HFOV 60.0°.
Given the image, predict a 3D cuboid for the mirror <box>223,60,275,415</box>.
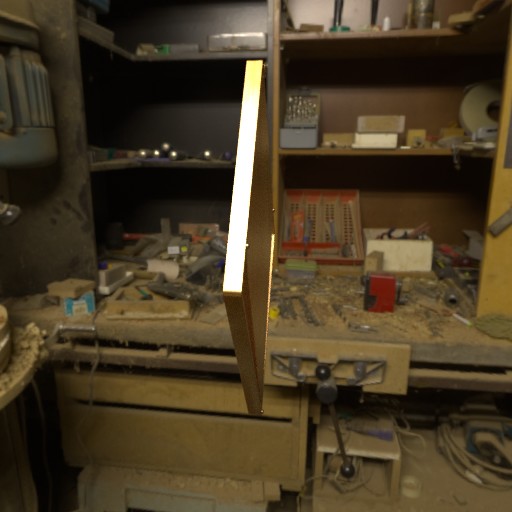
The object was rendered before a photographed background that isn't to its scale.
[{"bbox_3d":[0.000,0.000,0.830,0.032,0.679,0.419,2,15,9],"label":"mirror"}]
